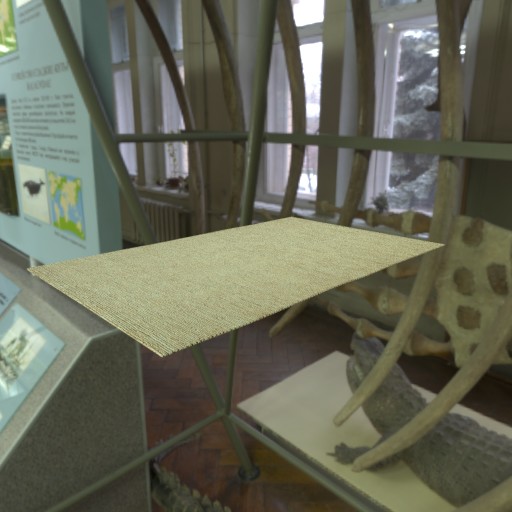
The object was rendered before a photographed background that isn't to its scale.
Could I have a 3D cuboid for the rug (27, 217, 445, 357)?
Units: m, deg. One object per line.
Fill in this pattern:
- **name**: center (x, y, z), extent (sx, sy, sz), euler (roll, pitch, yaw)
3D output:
- **rug**: center (0.000, 0.000, 3.006), extent (2.439, 0.011, 1.533), euler (-15, 21, -42)
